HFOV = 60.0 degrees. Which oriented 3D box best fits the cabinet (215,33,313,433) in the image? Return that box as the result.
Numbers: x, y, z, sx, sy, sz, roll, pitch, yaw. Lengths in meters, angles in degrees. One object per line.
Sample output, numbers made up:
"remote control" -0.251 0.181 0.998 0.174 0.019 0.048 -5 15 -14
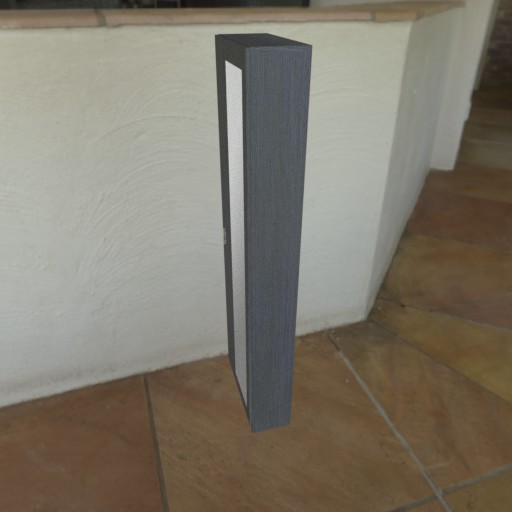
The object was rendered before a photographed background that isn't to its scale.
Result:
"cabinet" 0.000 0.000 2.030 0.230 1.790 0.500 -8 32 -13
